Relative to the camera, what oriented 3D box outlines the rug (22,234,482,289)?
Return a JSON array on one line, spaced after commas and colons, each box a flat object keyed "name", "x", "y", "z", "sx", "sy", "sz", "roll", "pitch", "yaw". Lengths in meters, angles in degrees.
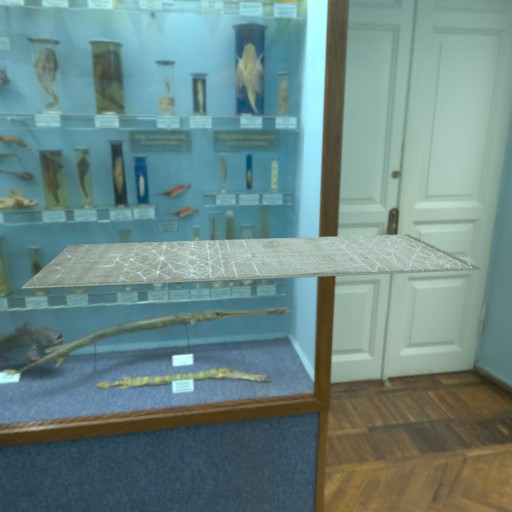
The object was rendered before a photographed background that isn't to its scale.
[{"name": "rug", "x": 0.000, "y": 0.000, "z": 2.694, "sx": 2.388, "sy": 0.012, "sz": 0.864, "roll": -2, "pitch": 16, "yaw": -7}]
